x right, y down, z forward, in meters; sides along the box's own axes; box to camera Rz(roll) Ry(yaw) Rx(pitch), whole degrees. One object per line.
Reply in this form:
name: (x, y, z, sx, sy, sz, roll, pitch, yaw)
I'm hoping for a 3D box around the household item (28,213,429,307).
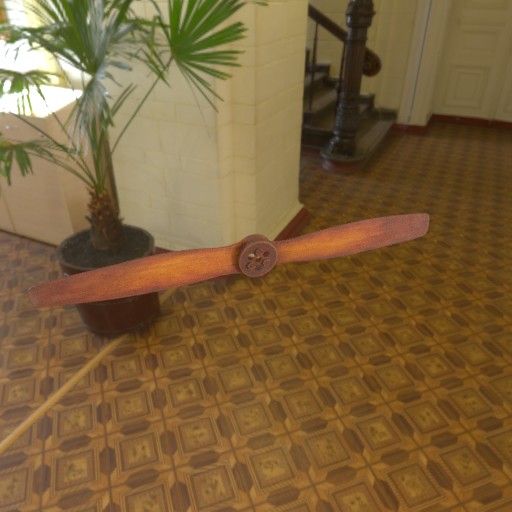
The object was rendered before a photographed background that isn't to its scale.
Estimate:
household item: (0.000, 0.000, 1.256, 1.181, 0.121, 0.051, -11, 33, -17)
